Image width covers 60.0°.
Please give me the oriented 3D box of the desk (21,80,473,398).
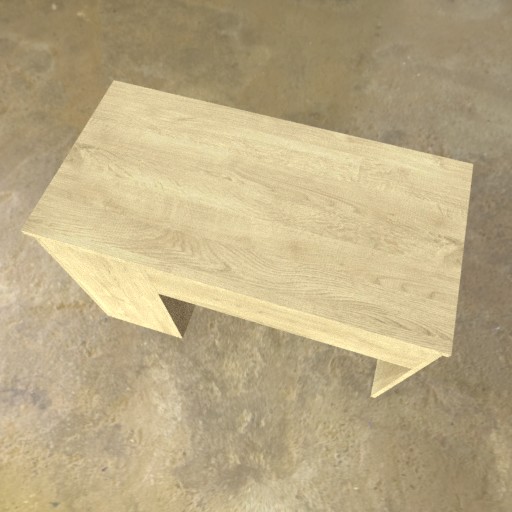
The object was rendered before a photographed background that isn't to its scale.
[{"bbox_3d":[0.000,0.000,1.519,1.097,0.735,0.560,15,65,7],"label":"desk"}]
